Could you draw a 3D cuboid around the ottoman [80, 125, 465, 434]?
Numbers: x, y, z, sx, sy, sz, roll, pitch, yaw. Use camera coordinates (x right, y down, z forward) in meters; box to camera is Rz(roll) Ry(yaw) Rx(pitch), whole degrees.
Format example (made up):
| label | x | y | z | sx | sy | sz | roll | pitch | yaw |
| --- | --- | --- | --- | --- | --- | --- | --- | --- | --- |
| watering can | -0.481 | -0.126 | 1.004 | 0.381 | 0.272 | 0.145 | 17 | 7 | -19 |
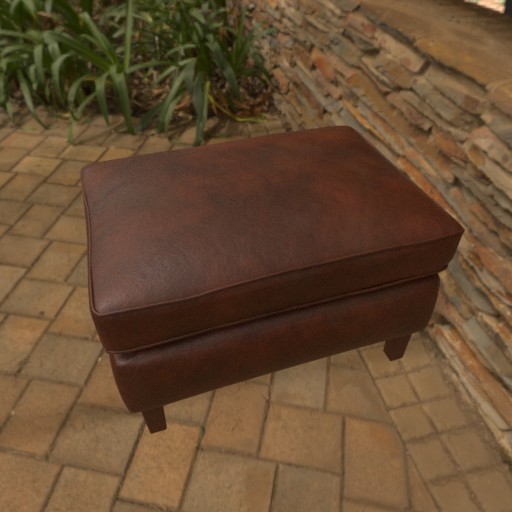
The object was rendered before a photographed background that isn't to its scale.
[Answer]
| label | x | y | z | sx | sy | sz | roll | pitch | yaw |
| --- | --- | --- | --- | --- | --- | --- | --- | --- | --- |
| ottoman | 0.000 | 0.000 | 0.980 | 0.665 | 0.432 | 0.501 | -12 | 43 | -14 |
